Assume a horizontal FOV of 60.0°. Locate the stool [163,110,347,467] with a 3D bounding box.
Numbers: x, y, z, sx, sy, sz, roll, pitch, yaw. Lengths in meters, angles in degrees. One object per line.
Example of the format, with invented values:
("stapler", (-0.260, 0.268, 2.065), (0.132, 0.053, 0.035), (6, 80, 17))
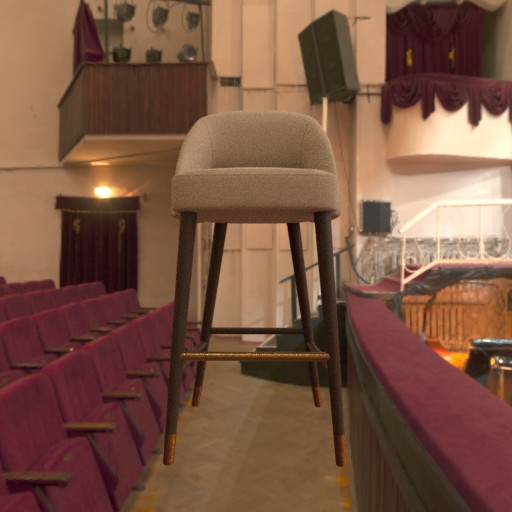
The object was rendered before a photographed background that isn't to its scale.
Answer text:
("stool", (0.000, 0.000, 1.340), (0.494, 1.037, 0.509), (0, 0, 1))
